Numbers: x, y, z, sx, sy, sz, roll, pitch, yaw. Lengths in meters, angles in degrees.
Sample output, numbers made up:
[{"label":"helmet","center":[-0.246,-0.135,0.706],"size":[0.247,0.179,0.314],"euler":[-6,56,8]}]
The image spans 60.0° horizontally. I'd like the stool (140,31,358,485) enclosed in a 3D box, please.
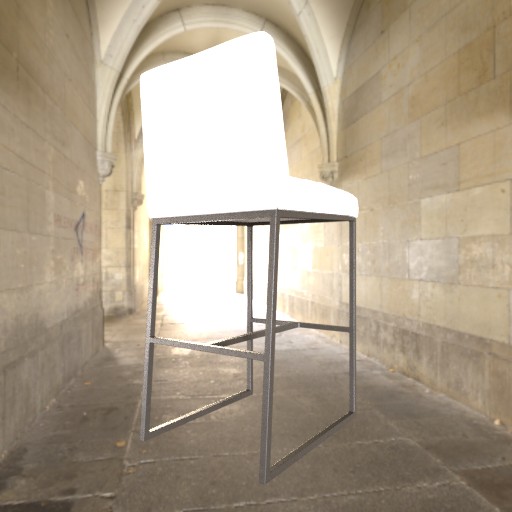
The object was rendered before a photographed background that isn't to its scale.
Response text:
[{"label":"stool","center":[0.000,0.000,1.376],"size":[0.464,1.061,0.573],"euler":[0,0,35]}]
